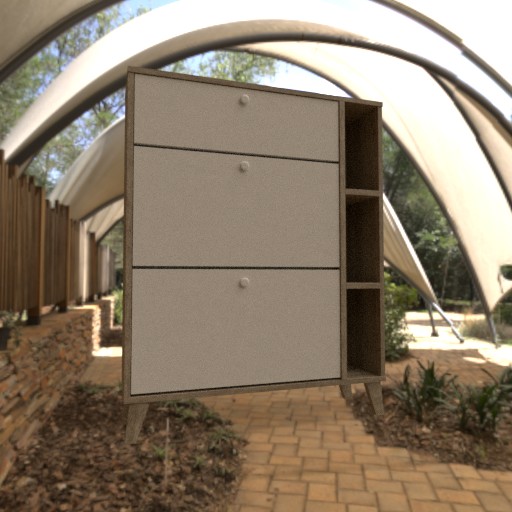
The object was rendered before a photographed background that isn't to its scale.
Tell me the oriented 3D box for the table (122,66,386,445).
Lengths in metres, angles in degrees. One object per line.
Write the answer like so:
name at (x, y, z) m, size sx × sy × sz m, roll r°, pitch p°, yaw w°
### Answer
table at (0.000, 0.000, 1.580) m, size 0.902 × 1.135 × 0.256 m, roll 1°, pitch -3°, yaw -18°
